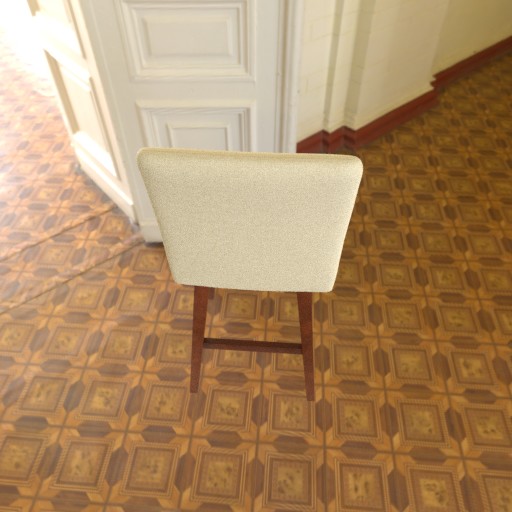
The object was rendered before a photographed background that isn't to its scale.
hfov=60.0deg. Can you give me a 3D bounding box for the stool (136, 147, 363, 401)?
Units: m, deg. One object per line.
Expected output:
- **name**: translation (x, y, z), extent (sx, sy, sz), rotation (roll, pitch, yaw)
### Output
- **stool**: translation (0.000, 0.000, 1.420), extent (0.470, 1.097, 0.559), rotation (3, 47, 3)
